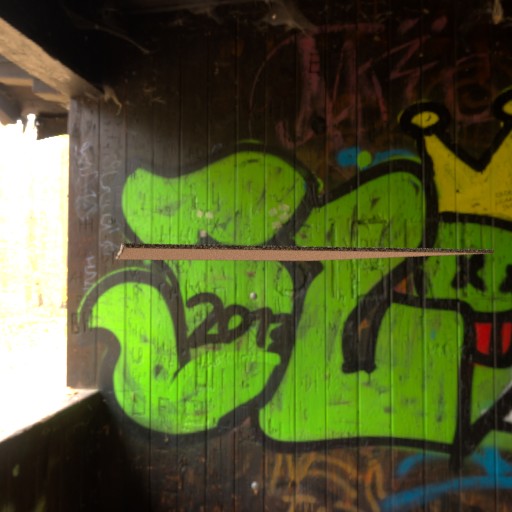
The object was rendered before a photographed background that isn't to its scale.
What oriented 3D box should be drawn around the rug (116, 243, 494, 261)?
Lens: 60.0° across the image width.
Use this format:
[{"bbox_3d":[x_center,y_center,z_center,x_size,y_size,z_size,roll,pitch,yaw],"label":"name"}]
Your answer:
[{"bbox_3d":[0.000,0.000,4.026,2.401,0.025,3.000,1,-2,-18],"label":"rug"}]
